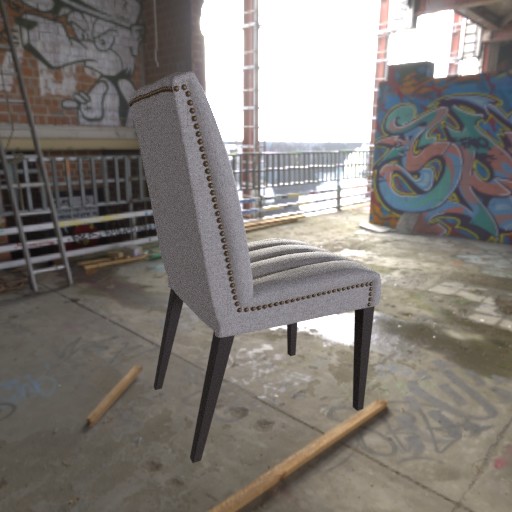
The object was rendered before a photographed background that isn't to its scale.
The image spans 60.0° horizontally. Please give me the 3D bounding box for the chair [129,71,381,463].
[{"bbox_3d":[0.000,0.000,1.419,0.647,1.016,0.511,-7,16,-26],"label":"chair"}]
